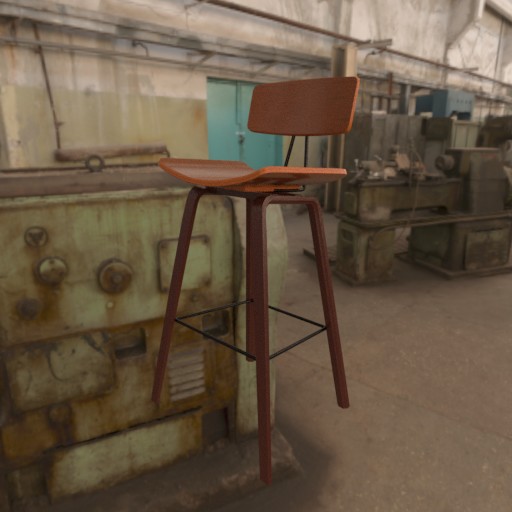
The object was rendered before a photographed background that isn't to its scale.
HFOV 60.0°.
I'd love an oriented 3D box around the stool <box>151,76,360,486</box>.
[{"bbox_3d":[0.000,0.000,1.263,0.509,0.969,0.440,15,22,42],"label":"stool"}]
